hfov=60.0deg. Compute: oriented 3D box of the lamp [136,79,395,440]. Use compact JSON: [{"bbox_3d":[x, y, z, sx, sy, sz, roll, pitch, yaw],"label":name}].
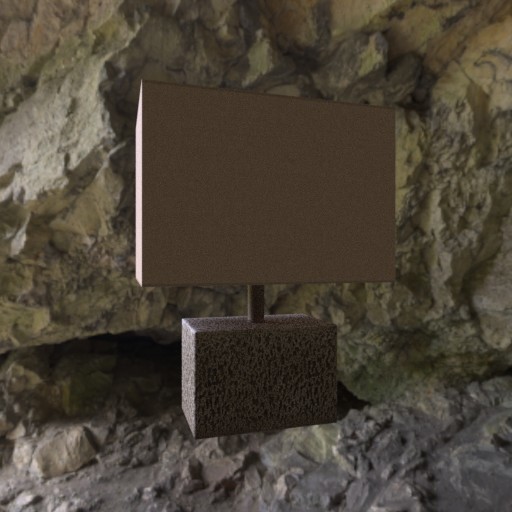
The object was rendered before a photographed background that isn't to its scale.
[{"bbox_3d":[0.000,0.000,0.572,0.294,0.411,0.180,0,0,-17],"label":"lamp"}]
